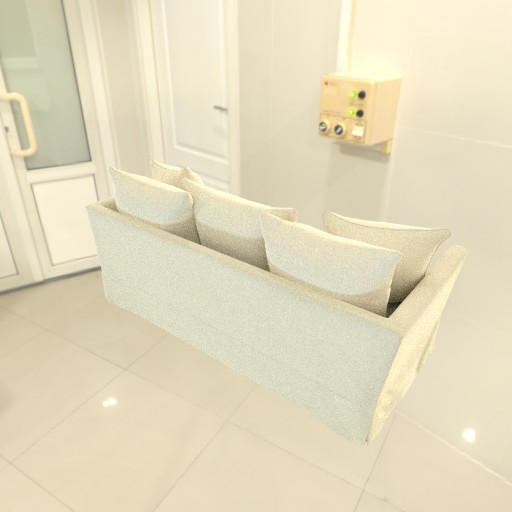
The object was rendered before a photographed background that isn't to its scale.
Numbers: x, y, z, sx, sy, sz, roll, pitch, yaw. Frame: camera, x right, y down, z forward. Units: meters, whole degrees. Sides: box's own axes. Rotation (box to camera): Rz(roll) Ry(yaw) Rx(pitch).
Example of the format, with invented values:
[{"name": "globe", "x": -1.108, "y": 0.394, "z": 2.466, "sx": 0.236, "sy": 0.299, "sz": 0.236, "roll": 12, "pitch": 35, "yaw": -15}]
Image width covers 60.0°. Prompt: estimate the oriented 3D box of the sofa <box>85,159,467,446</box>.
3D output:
[{"name": "sofa", "x": 0.000, "y": 0.000, "z": 2.892, "sx": 2.290, "sy": 1.034, "sz": 1.031, "roll": 21, "pitch": 35, "yaw": 33}]
